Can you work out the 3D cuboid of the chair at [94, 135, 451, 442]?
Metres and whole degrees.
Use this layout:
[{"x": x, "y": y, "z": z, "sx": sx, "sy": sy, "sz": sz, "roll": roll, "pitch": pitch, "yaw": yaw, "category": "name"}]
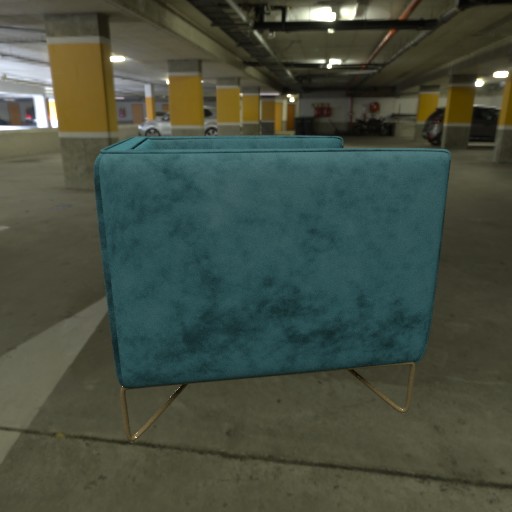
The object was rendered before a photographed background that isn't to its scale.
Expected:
[{"x": 0.000, "y": 0.000, "z": 1.555, "sx": 0.894, "sy": 0.790, "sz": 0.880, "roll": -3, "pitch": 18, "yaw": -9, "category": "chair"}]
